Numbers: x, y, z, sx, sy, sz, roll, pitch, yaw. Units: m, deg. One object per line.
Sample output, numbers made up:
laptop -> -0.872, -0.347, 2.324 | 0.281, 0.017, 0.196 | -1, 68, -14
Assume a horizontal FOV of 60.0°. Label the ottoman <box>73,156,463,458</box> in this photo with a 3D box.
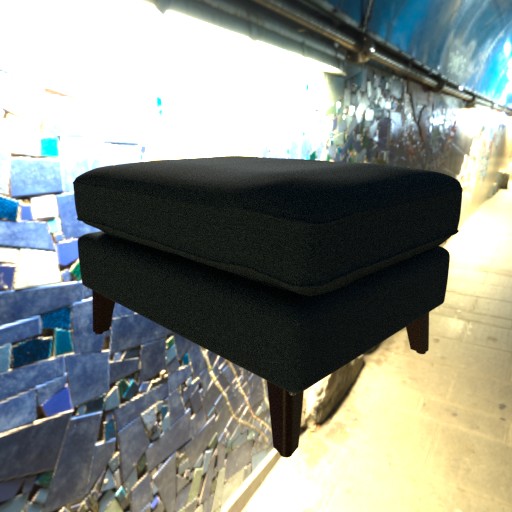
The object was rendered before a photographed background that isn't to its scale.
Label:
ottoman -> 0.000, 0.000, 1.192 | 0.835, 0.503, 0.629 | 15, 21, 43
